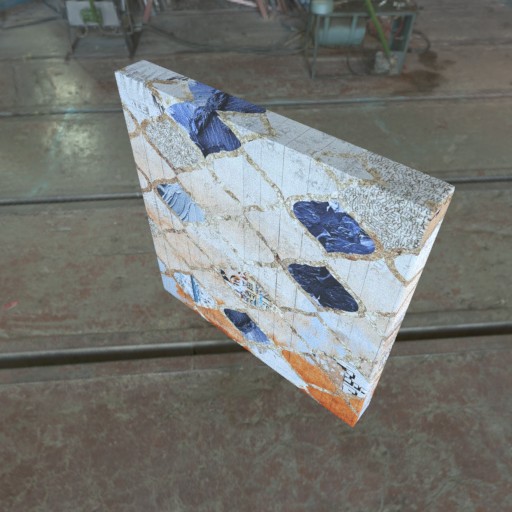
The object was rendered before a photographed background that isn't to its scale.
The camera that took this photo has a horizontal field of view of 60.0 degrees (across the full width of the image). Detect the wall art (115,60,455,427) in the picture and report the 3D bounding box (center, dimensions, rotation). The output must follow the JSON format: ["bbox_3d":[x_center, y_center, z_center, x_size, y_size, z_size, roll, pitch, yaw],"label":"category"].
[{"bbox_3d":[0.000,0.000,0.447,0.303,0.304,0.036,31,53,27],"label":"wall art"}]
